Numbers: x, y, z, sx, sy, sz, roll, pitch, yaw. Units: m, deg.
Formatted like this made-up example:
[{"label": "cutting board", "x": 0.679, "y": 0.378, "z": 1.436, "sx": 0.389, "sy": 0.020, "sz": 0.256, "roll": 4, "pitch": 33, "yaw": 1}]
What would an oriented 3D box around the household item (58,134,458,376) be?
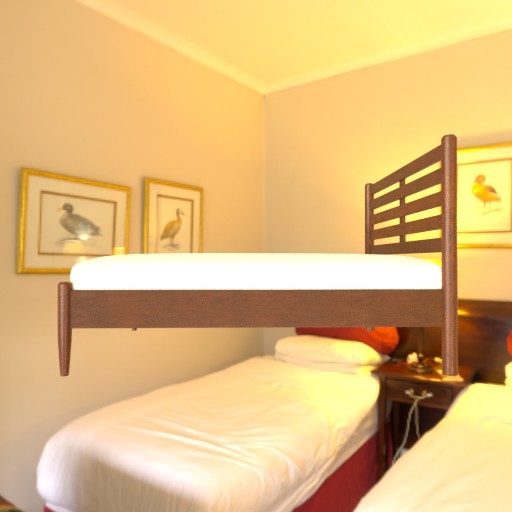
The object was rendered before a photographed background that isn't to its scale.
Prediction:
[{"label": "household item", "x": 0.000, "y": 0.000, "z": 3.271, "sx": 2.232, "sy": 1.356, "sz": 1.663, "roll": 0, "pitch": -1, "yaw": -2}]
